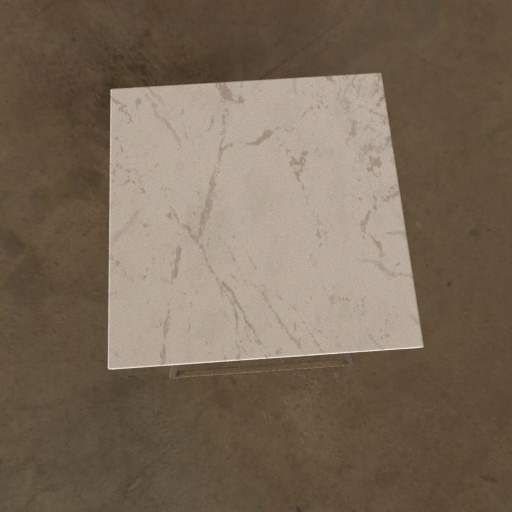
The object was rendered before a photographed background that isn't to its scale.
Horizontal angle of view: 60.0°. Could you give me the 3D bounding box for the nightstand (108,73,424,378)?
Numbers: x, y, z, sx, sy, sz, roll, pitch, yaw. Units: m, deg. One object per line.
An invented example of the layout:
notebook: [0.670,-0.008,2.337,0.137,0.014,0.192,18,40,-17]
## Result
nightstand: [0.000,0.000,0.882,0.455,0.554,0.455,-4,76,-1]
